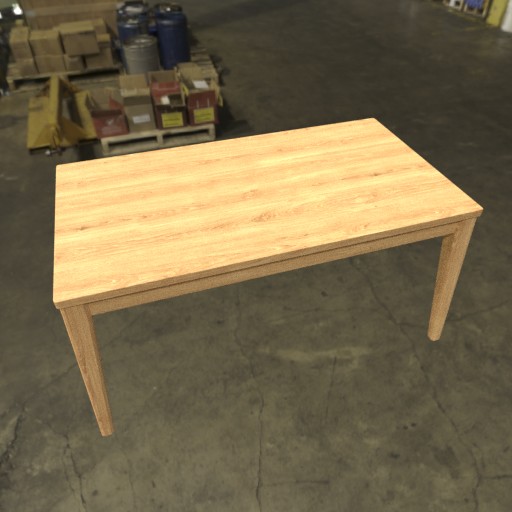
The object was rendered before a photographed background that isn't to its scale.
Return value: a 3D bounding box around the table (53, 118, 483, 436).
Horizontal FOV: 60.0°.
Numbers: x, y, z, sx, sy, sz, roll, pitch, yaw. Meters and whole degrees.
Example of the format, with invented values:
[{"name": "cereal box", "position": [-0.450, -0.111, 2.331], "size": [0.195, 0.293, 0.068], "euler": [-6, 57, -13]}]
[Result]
[{"name": "table", "position": [0.000, 0.000, 2.044], "size": [1.600, 0.760, 0.900], "euler": [-12, 43, -13]}]
